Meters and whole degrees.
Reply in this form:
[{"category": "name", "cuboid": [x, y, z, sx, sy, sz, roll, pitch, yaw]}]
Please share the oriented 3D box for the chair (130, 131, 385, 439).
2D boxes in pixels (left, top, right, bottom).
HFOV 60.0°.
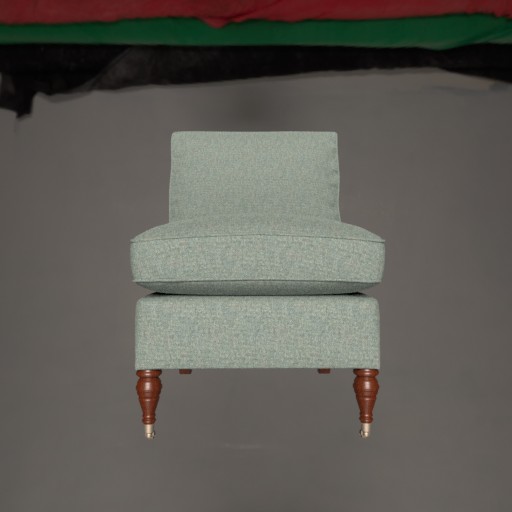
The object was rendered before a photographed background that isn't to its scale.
[{"category": "chair", "cuboid": [0.000, 0.000, 1.398, 0.624, 0.901, 0.796, 0, 0, -1]}]
